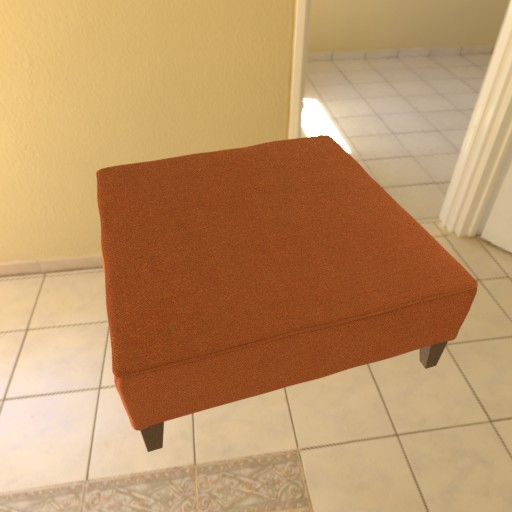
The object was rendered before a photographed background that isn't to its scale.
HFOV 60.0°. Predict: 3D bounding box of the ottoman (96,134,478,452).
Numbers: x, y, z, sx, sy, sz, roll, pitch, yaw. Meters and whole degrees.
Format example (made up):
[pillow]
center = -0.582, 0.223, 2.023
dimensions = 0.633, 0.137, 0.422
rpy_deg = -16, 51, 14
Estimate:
[ottoman]
center = 0.000, 0.000, 1.562
dimensions = 0.997, 0.438, 0.999
rpy_deg = -12, 42, -13
